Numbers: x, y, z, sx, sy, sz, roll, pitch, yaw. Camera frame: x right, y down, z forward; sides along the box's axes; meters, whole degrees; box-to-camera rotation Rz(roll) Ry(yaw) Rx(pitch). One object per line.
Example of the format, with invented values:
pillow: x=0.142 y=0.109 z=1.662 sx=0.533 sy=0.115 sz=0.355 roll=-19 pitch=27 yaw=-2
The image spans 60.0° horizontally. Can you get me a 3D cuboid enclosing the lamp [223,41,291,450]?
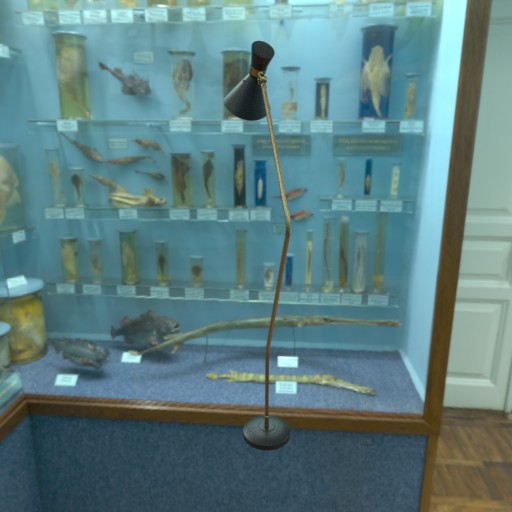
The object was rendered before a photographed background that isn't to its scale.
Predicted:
lamp: x=0.000 y=0.000 z=1.596 sx=0.277 sy=1.438 sz=0.467 roll=2 pitch=15 yaw=7
